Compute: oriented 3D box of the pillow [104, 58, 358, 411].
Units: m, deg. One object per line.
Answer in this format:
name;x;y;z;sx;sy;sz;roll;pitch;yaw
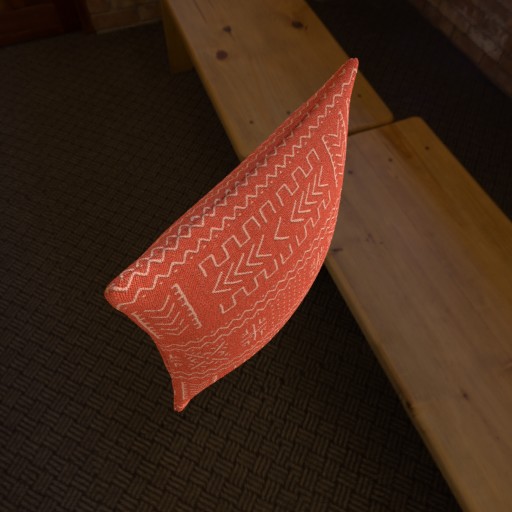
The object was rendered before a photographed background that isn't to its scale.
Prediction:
pillow;0.000;0.000;0.653;0.164;0.429;0.438;32;63;19
